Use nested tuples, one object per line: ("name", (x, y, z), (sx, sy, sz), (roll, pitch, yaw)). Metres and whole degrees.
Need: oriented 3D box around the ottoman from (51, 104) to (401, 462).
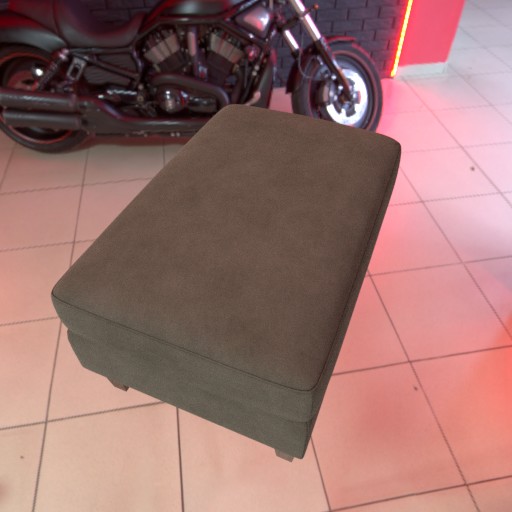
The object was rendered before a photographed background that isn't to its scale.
("ottoman", (0.000, 0.000, 1.198), (0.584, 0.483, 0.864), (17, 49, 15))
